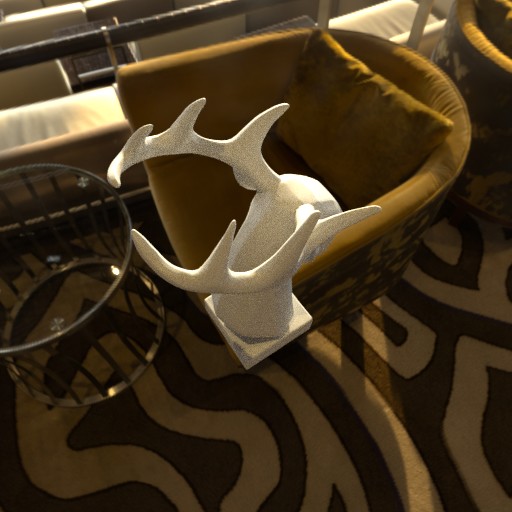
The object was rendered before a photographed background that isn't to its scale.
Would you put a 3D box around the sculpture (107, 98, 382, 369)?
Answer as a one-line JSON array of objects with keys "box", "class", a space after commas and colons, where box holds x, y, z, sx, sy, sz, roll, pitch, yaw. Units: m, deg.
[{"box": [0.000, 0.000, 0.460, 0.224, 0.329, 0.174, -30, 63, -17], "class": "sculpture"}]
